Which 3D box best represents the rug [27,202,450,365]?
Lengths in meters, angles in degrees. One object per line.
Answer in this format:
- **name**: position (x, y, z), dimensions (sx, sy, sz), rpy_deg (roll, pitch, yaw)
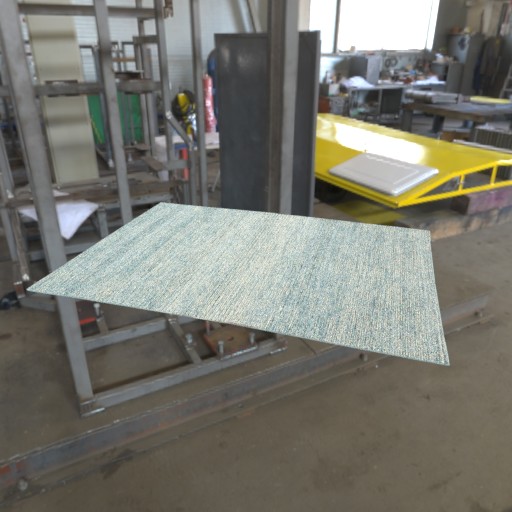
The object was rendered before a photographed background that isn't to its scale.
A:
- **rug**: position (0.000, 0.000, 2.924), dimensions (2.260, 0.026, 1.611), rpy_deg (8, 27, 15)
